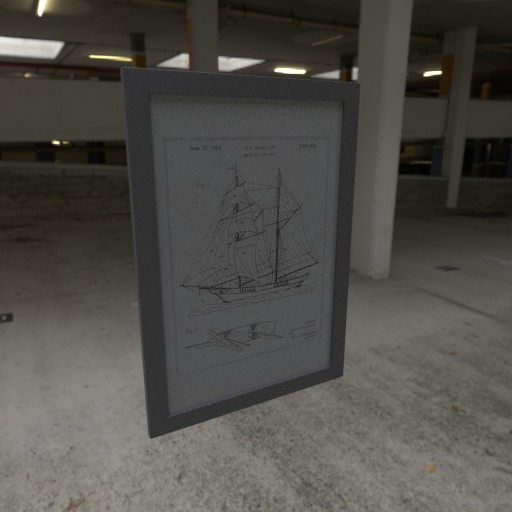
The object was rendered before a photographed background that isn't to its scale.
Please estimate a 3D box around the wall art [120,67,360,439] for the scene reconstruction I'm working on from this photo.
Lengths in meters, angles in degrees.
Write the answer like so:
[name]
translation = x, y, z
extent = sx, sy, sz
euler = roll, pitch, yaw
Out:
[wall art]
translation = 0.000, 0.000, 0.707
extent = 0.380, 0.534, 0.013
euler = -8, 18, -28
